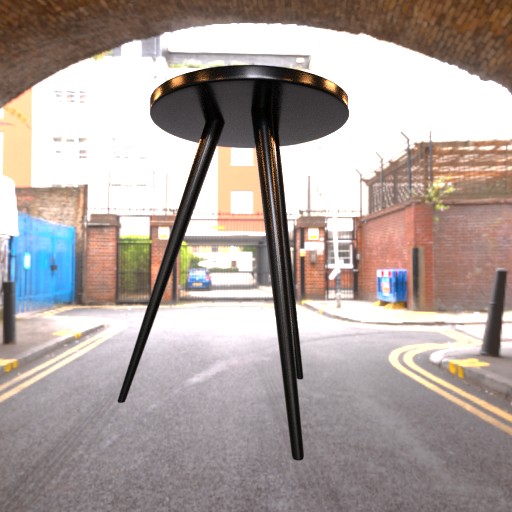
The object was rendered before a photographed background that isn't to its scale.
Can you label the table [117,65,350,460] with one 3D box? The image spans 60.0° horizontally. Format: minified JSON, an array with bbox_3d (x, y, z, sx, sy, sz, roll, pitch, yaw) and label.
[{"bbox_3d":[0.000,0.000,0.845,0.403,0.548,0.415,-1,-2,35],"label":"table"}]
